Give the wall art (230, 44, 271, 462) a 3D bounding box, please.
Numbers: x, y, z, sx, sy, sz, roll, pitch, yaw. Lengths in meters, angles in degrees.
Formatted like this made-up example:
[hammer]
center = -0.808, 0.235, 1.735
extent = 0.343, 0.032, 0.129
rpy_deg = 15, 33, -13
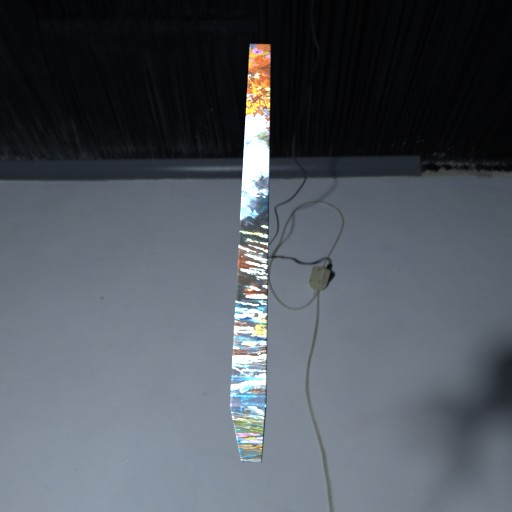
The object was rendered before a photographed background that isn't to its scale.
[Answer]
[wall art]
center = 0.000, 0.000, 0.777
extent = 0.037, 0.406, 0.610
rpy_deg = 1, 58, 1
